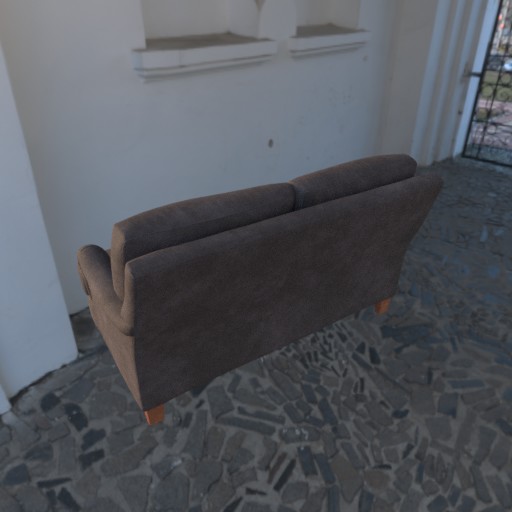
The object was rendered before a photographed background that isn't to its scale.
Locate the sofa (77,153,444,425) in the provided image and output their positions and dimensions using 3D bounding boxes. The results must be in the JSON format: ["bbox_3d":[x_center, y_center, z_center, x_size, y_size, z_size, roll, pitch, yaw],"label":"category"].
[{"bbox_3d":[0.000,0.000,2.590,1.853,1.101,1.084,-18,34,-29],"label":"sofa"}]
